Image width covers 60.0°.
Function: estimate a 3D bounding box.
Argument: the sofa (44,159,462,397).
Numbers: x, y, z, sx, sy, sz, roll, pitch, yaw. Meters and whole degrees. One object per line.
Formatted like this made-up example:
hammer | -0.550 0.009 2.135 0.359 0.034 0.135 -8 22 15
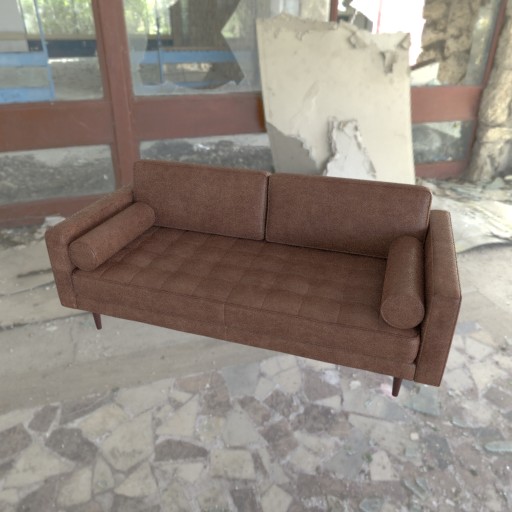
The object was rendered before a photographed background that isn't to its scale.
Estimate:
sofa | 0.000 0.000 2.288 1.870 0.760 0.910 9 29 16
